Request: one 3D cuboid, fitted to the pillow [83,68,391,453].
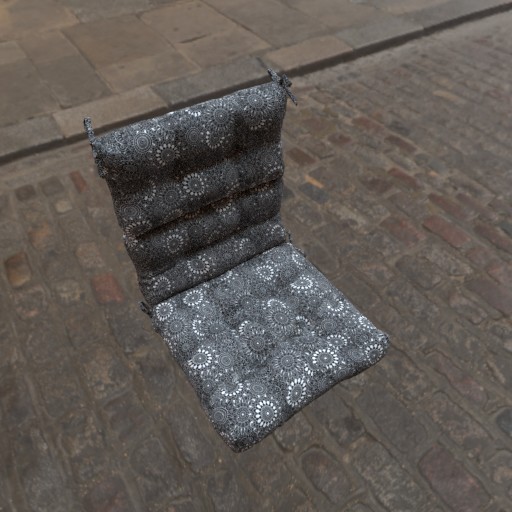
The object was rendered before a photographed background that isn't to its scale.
[{"bbox_3d":[0.000,0.000,1.035,0.519,0.605,0.571,-26,52,-22],"label":"pillow"}]
